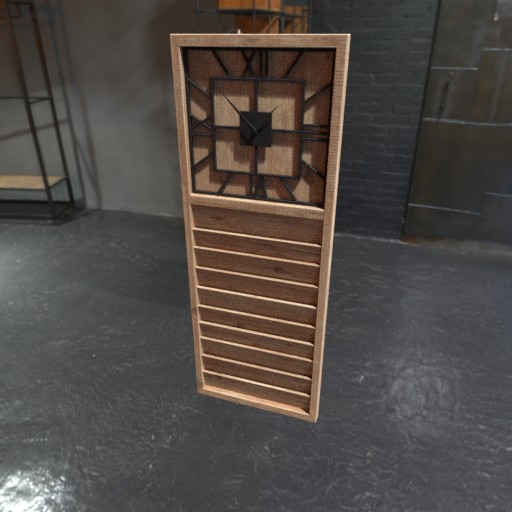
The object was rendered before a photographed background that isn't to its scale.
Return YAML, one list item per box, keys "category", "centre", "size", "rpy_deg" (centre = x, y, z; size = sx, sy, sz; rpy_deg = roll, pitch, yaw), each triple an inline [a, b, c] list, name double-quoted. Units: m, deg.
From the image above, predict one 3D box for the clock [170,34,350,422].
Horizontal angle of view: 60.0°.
- category: "clock"
  centre: [0.000, 0.000, 1.078]
  size: [0.361, 0.965, 0.030]
  rpy_deg: [9, 28, 17]
